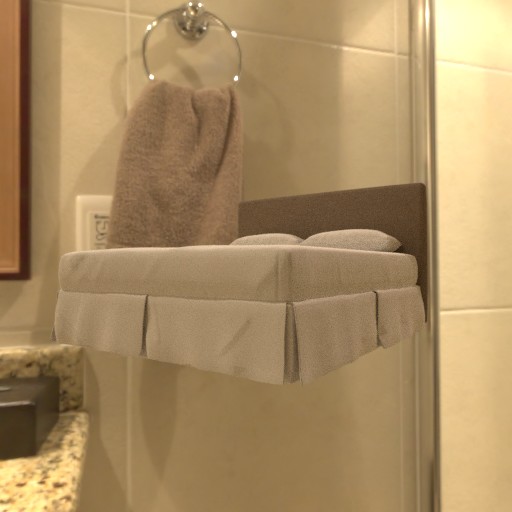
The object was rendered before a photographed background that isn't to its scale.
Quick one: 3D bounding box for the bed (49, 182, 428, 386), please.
[{"bbox_3d":[0.000,0.000,3.554,2.119,1.317,2.341,-1,-2,35],"label":"bed"}]
